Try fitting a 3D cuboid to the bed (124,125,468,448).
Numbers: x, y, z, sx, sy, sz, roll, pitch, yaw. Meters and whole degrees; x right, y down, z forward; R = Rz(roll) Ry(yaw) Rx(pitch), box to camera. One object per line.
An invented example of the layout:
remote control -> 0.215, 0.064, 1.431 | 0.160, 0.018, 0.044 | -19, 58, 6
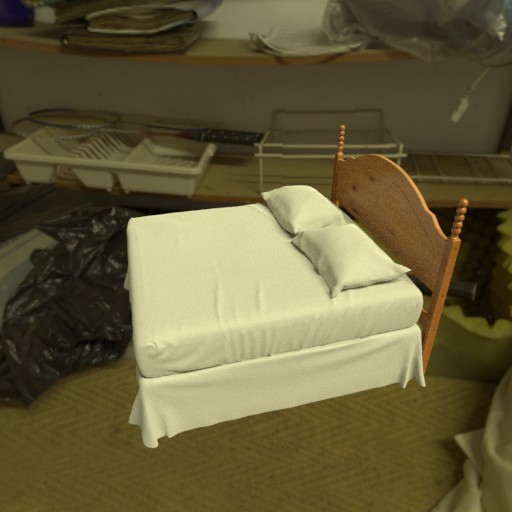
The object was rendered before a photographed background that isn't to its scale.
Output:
bed -> 0.000, 0.000, 3.245 | 2.040, 1.356, 1.873 | -8, 32, -13
